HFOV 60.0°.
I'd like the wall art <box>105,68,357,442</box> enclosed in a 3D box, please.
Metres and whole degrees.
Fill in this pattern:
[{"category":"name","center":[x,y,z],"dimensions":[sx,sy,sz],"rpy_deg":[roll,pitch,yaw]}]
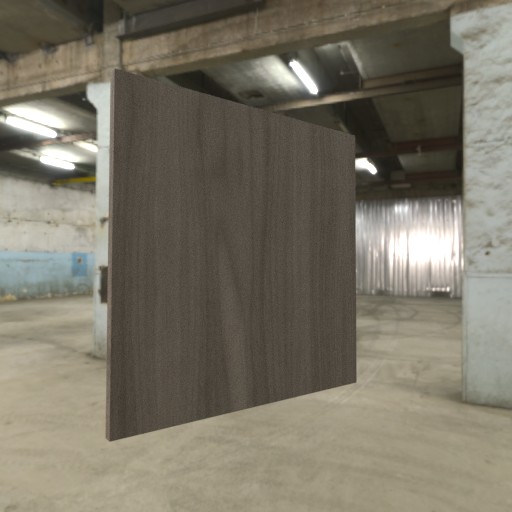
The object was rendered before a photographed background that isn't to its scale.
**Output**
[{"category":"wall art","center":[0.000,0.000,0.762],"dimensions":[0.508,0.507,0.016],"rpy_deg":[1,-2,-38]}]
